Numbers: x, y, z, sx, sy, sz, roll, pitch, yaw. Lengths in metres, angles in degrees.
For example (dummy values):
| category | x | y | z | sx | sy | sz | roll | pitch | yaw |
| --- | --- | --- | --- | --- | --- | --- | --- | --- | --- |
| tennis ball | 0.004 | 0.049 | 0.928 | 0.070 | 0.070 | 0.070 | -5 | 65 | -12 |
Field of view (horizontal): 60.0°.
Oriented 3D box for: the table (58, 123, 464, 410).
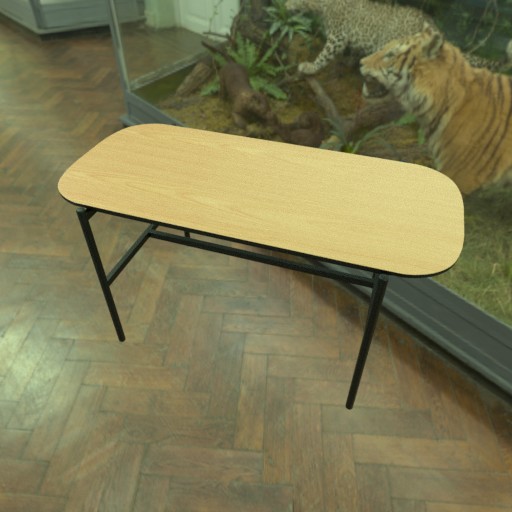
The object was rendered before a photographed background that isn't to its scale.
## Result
| category | x | y | z | sx | sy | sz | roll | pitch | yaw |
| --- | --- | --- | --- | --- | --- | --- | --- | --- | --- |
| table | 0.000 | 0.000 | 1.036 | 0.800 | 0.400 | 0.400 | 13 | 43 | 14 |
